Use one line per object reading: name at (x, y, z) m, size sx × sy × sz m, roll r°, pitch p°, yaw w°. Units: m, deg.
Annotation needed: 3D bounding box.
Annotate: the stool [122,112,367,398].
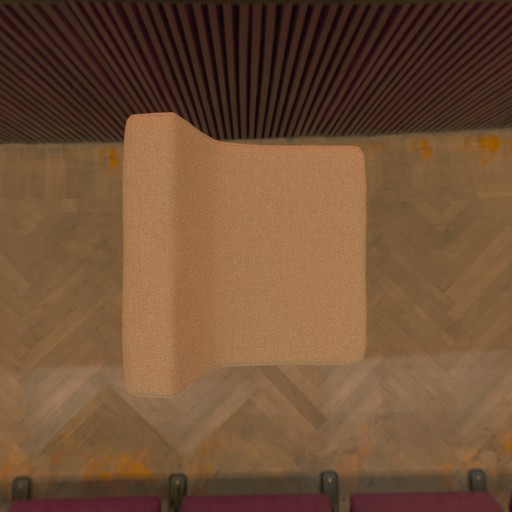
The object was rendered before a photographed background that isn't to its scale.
stool at (0.000, 0.000, 1.284) m, size 0.500 × 1.037 × 0.511 m, roll 0°, pitch 90°, yaw -1°
